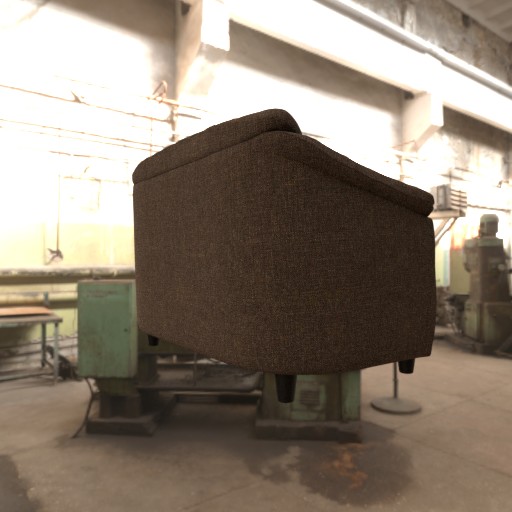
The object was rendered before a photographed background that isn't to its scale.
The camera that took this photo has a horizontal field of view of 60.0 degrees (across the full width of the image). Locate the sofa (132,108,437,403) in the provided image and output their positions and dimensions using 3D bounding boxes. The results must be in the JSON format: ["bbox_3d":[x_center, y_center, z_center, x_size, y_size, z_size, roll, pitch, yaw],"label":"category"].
[{"bbox_3d":[0.000,0.000,1.940,0.799,0.895,1.404,0,0,-35],"label":"sofa"}]
